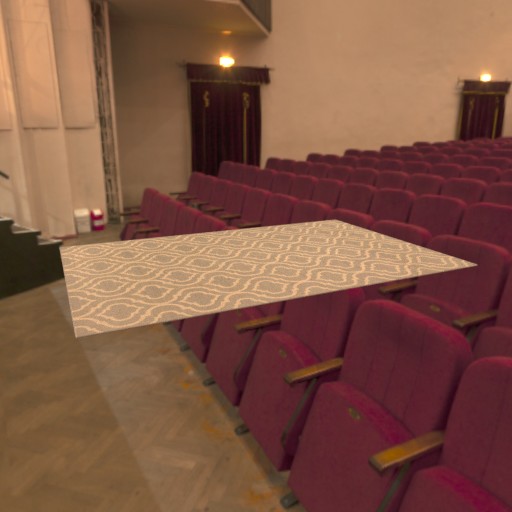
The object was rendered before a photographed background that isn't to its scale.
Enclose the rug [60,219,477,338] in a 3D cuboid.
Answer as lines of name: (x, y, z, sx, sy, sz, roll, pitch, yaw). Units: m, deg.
rug: (0.000, 0.000, 2.198, 1.749, 0.015, 1.141, -7, 18, -24)
